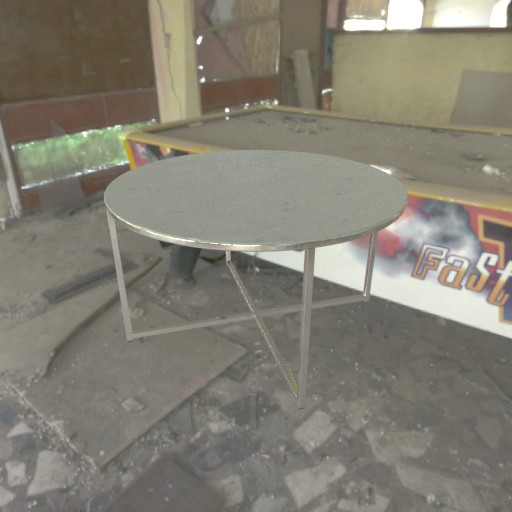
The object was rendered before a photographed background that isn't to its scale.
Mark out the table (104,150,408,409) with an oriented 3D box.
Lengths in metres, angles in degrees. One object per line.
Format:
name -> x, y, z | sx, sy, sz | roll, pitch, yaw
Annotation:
table -> 0.000, 0.000, 1.319 | 0.800, 0.450, 0.800 | 0, 26, 0
